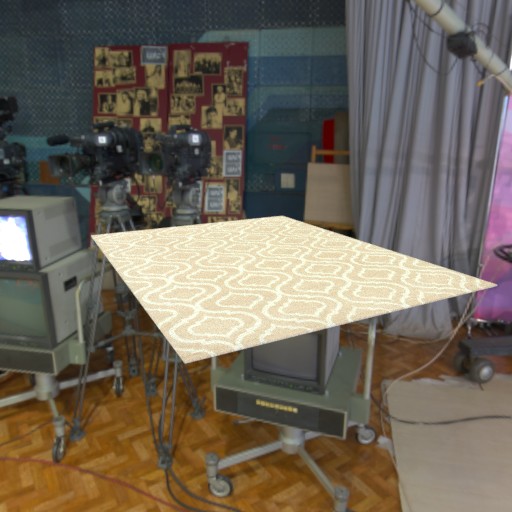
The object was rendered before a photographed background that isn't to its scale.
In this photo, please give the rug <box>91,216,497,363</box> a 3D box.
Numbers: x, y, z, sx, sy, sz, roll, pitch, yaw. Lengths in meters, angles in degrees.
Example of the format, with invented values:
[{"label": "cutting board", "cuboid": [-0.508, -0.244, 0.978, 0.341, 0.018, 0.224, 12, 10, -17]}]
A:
[{"label": "rug", "cuboid": [0.000, 0.000, 3.811, 2.286, 0.013, 2.894, -8, 18, -27]}]
